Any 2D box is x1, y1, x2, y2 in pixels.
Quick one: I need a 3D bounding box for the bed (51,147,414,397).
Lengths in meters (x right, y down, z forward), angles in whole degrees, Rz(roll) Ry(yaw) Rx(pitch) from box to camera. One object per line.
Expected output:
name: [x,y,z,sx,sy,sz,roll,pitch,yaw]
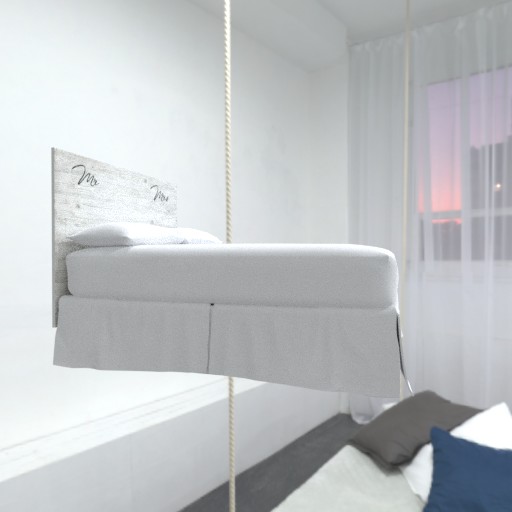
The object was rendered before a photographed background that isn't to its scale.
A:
bed: [0.000,0.000,3.204,2.094,1.335,1.745,0,1,17]
